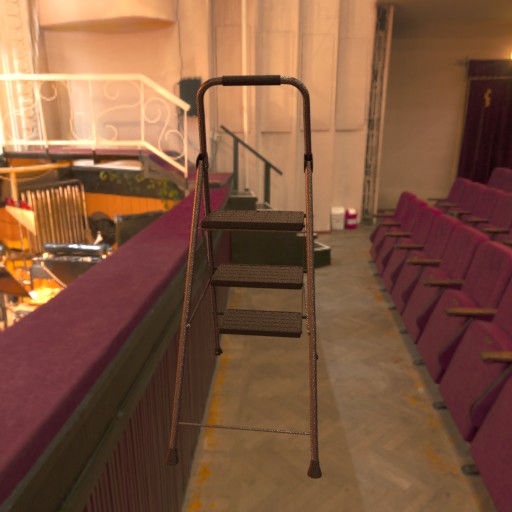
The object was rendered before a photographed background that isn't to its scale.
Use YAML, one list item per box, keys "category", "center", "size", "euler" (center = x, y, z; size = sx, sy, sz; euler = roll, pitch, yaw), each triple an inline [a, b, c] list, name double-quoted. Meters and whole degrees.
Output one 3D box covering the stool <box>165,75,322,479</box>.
- category: "stool"
  center: [0.000, 0.000, 1.506]
  size: [0.473, 1.121, 0.733]
  euler: [2, 16, 7]
